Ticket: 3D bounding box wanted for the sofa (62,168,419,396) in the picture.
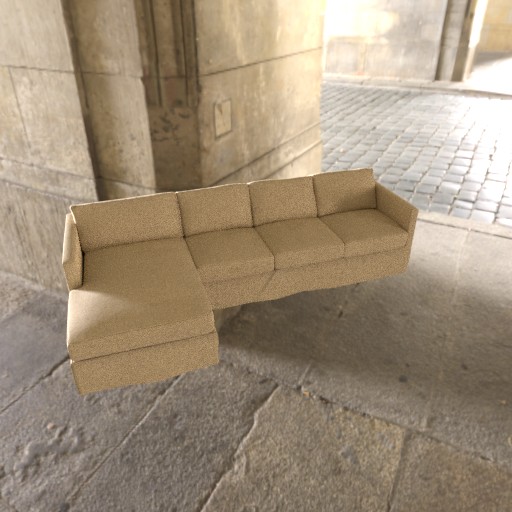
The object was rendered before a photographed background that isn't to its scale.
[{"bbox_3d":[0.000,0.000,3.975,3.205,0.922,1.650,-10,32,-16],"label":"sofa"}]
